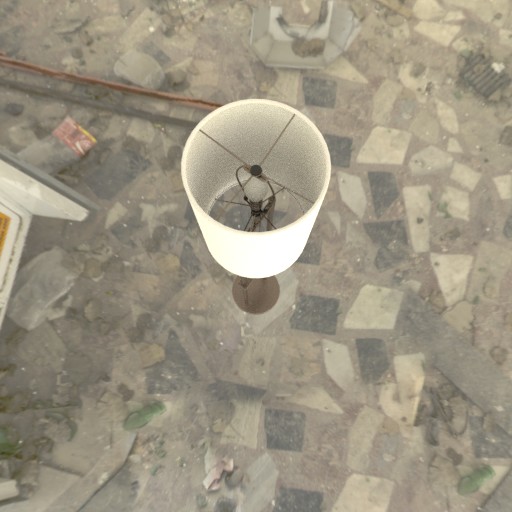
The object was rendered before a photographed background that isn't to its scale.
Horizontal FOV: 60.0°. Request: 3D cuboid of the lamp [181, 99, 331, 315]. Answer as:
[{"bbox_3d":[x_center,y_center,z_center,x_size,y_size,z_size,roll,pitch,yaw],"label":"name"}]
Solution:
[{"bbox_3d":[0.000,0.000,1.629,0.305,1.500,0.306,34,78,8],"label":"lamp"}]
